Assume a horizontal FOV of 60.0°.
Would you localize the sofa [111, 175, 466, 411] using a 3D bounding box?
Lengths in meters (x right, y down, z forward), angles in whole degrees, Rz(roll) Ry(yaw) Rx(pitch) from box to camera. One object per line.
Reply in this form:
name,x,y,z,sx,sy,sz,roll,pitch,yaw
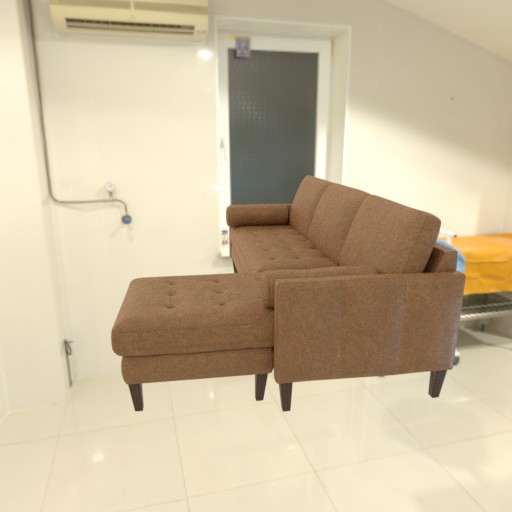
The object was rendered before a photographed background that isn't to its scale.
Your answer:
sofa,0.000,0.000,2.861,1.506,0.876,2.178,-2,15,-8
